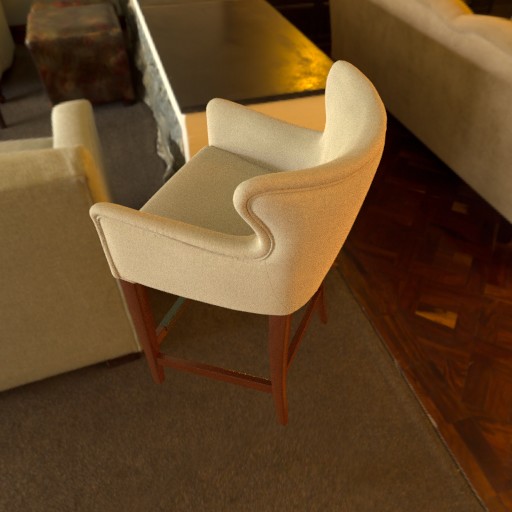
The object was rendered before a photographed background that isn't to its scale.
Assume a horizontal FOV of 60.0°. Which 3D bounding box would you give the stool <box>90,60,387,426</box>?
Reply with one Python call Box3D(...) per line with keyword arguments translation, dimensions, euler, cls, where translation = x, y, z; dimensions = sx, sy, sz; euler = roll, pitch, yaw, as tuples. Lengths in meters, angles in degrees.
Box3D(translation=(0.000, 0.000, 1.289), dimensions=(0.570, 0.951, 0.601), euler=(17, 47, 17), cls="stool")
